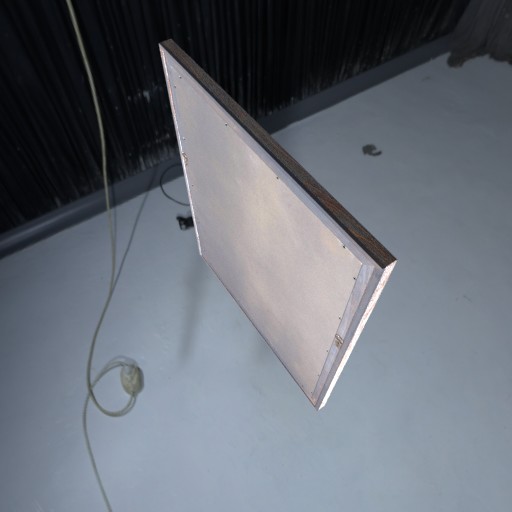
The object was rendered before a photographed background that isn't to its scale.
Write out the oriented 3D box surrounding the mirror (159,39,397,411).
[{"bbox_3d":[0.000,0.000,1.220,0.032,0.882,0.730,-30,62,-18],"label":"mirror"}]
